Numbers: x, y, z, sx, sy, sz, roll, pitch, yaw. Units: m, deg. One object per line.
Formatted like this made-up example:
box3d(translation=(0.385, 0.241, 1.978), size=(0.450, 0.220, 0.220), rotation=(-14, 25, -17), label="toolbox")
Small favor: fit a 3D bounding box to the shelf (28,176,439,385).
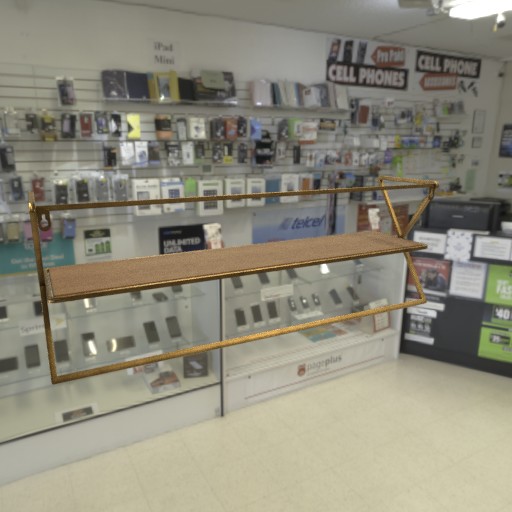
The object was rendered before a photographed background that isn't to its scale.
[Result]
box3d(translation=(0.000, 0.000, 0.729), size=(0.645, 0.229, 0.150), rotation=(-7, 16, -26), label="shelf")
